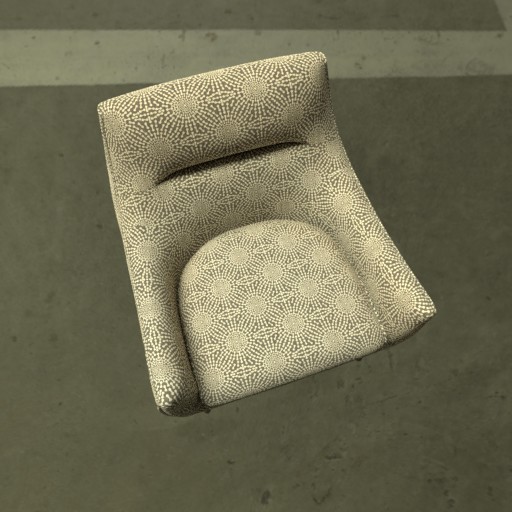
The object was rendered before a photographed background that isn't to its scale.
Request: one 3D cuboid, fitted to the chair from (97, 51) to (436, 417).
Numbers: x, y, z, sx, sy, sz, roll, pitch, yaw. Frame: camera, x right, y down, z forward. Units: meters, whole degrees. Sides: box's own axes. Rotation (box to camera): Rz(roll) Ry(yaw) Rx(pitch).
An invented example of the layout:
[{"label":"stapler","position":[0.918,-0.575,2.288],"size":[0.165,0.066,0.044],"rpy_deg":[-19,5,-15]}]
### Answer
[{"label":"chair","position":[0.000,0.000,1.390],"size":[0.762,0.838,0.787],"rpy_deg":[-17,65,-8]}]
